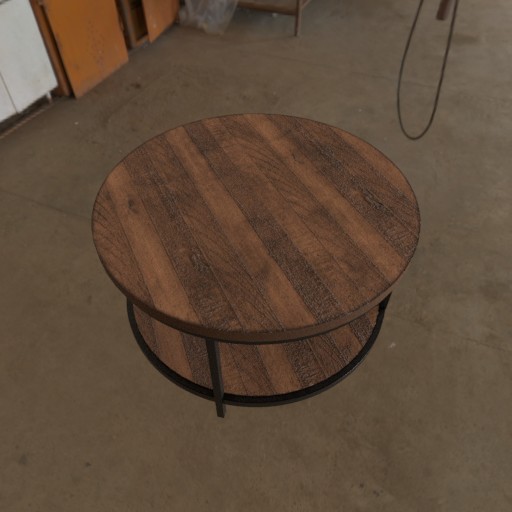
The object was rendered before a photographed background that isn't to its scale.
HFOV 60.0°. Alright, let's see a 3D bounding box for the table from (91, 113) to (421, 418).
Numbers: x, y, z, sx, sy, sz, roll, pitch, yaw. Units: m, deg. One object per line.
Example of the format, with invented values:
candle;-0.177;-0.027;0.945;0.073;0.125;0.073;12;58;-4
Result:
table;0.000;0.000;1.331;0.837;0.462;0.837;0;48;0
